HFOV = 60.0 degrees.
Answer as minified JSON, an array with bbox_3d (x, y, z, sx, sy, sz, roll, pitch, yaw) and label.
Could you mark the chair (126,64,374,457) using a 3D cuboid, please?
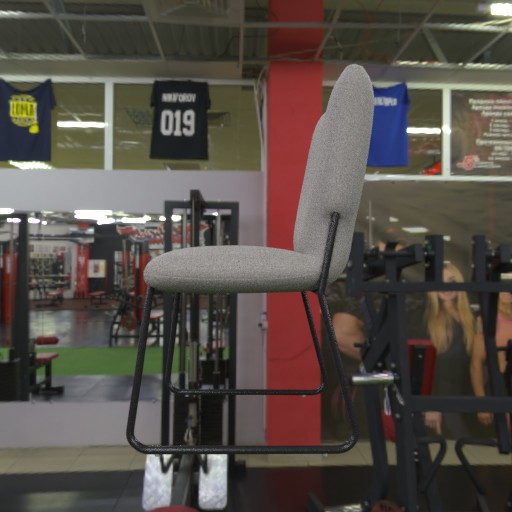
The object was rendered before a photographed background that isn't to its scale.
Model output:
[{"bbox_3d":[0.000,0.000,1.170,0.560,0.864,0.448,0,-1,0],"label":"chair"}]
